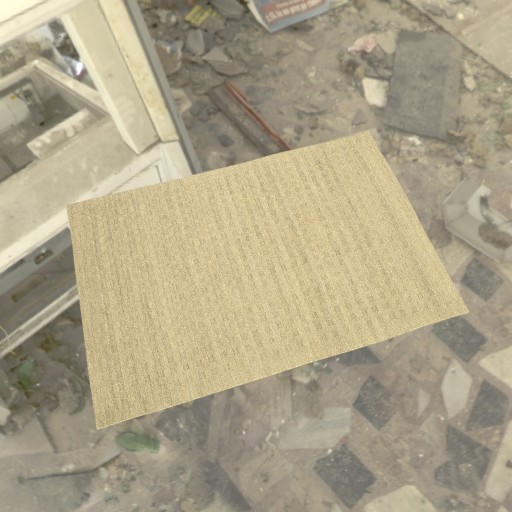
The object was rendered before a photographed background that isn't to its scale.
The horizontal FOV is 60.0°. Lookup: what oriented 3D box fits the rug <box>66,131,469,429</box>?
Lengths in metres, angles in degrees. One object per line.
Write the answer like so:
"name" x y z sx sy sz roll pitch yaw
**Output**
"rug" 0.000 0.000 2.909 2.297 0.018 1.532 -15 64 -8
